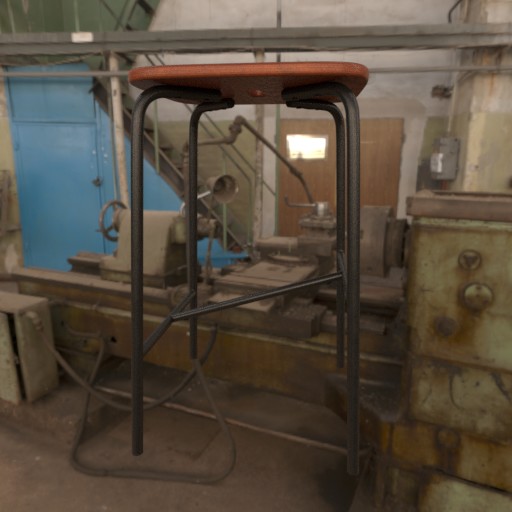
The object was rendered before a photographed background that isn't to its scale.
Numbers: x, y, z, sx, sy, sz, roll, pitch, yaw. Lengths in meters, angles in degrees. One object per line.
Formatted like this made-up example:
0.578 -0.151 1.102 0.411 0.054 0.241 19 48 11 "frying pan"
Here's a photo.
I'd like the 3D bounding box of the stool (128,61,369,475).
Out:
0.000 0.000 0.830 0.376 0.610 0.376 2 13 7 "stool"
